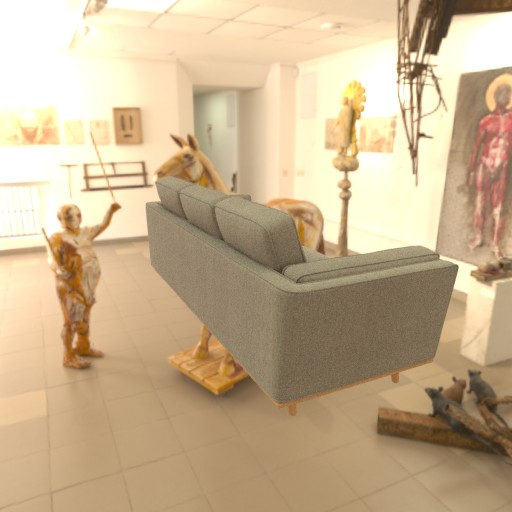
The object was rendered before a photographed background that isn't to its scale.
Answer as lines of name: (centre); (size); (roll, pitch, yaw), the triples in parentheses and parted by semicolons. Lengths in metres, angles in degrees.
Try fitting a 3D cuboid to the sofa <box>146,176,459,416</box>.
sofa: (0.000, 0.000, 2.853); (0.903, 0.899, 2.362); (-8, 18, -25)
